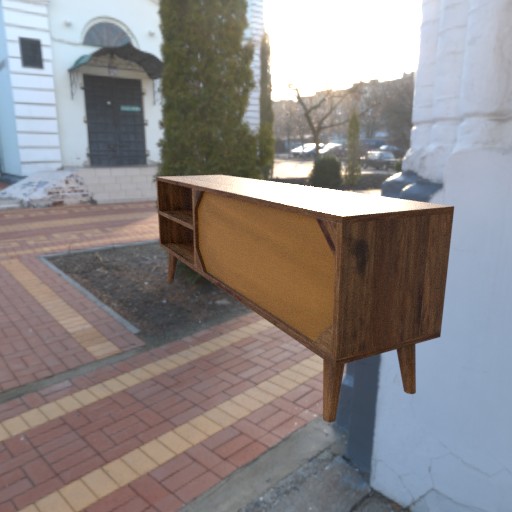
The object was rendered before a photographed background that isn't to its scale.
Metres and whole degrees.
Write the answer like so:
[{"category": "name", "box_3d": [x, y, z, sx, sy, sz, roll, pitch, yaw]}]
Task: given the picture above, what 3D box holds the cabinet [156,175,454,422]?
[{"category": "cabinet", "box_3d": [0.000, 0.000, 1.704, 0.349, 0.528, 1.448, -7, 16, -27]}]
